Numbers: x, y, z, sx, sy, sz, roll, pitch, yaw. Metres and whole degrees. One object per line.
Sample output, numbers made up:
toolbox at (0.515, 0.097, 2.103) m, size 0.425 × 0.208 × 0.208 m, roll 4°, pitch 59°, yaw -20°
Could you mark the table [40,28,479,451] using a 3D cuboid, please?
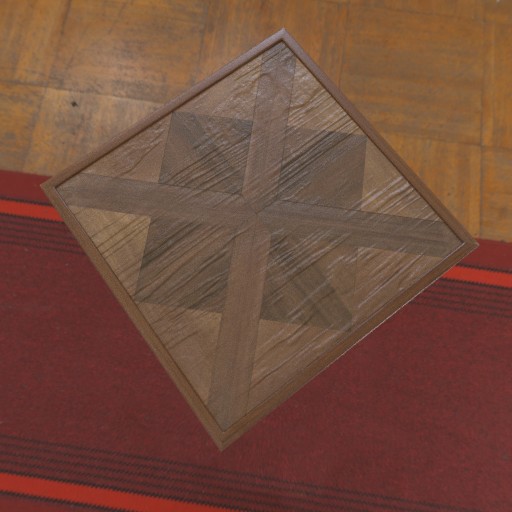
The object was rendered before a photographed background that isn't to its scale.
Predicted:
table at (0.000, 0.000, 0.979) m, size 0.503 × 0.563 × 0.503 m, roll -36°, pitch 79°, yaw -8°
